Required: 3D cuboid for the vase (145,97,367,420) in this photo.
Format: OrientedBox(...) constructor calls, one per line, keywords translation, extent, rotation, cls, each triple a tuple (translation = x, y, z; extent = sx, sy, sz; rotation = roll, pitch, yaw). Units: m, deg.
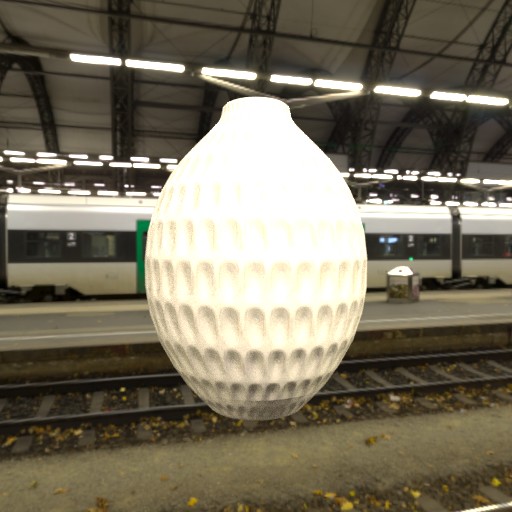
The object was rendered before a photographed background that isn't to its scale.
OrientedBox(translation=(0.000, 0.000, 0.332), extent=(0.162, 0.223, 0.162), rotation=(0, 1, 0), cls="vase")
